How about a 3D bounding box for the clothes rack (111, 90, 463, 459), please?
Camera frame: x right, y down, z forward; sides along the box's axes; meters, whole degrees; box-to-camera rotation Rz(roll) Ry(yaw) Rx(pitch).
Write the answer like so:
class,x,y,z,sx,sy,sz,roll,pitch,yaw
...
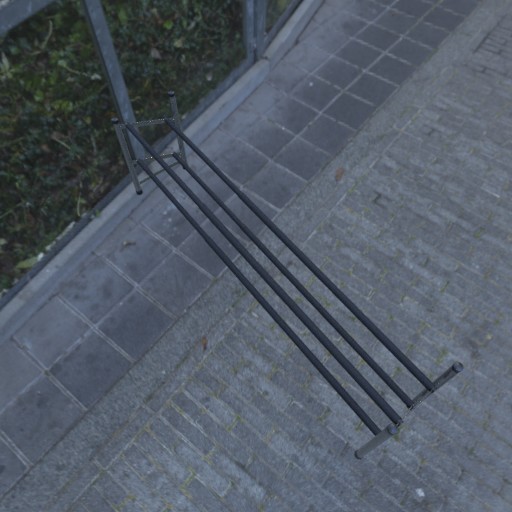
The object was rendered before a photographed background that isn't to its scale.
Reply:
class,x,y,z,sx,sy,sz,roll,pitch,yaw
clothes rack,0.000,0.000,1.301,0.229,0.349,1.168,-34,64,-19
